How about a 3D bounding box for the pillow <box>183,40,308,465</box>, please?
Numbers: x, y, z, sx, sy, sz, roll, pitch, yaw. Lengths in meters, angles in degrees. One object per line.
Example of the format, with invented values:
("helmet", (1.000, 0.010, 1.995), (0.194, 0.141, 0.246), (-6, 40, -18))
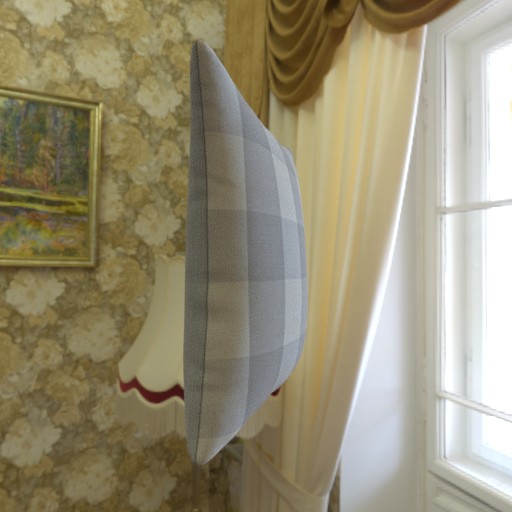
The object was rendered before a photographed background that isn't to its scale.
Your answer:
("pillow", (0.000, 0.000, 0.769), (0.161, 0.509, 0.511), (0, -2, 16))
